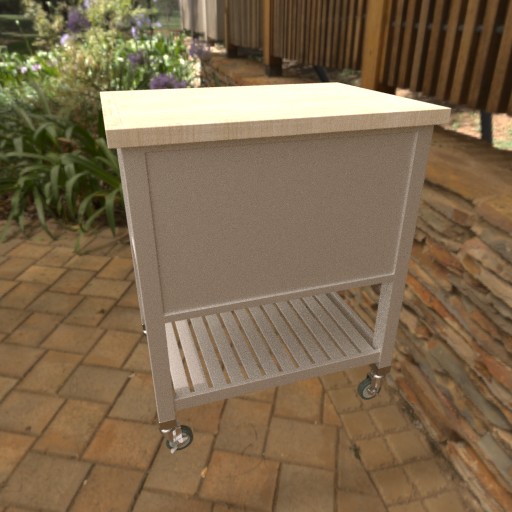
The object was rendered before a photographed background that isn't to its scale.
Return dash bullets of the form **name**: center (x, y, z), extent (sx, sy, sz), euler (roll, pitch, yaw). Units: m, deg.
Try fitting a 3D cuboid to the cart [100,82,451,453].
- **cart**: center (0.000, 0.000, 1.358), extent (0.762, 0.914, 0.559), euler (-9, 29, -16)
